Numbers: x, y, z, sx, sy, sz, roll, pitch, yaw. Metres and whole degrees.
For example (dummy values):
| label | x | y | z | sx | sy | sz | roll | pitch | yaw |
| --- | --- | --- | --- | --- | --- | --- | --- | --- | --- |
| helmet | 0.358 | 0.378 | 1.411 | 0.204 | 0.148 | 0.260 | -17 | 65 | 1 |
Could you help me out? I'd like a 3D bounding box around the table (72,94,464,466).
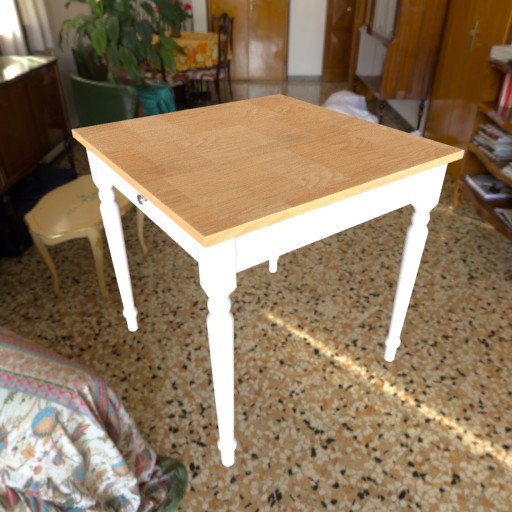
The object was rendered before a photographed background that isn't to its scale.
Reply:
| label | x | y | z | sx | sy | sz | roll | pitch | yaw |
| --- | --- | --- | --- | --- | --- | --- | --- | --- | --- |
| table | 0.000 | 0.000 | 1.377 | 0.747 | 0.738 | 0.747 | -21 | 38 | -29 |
